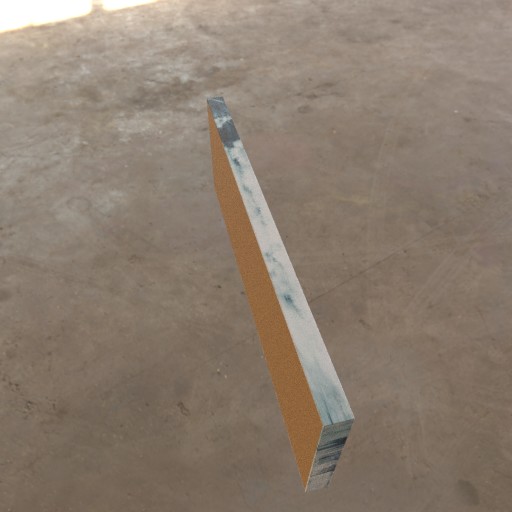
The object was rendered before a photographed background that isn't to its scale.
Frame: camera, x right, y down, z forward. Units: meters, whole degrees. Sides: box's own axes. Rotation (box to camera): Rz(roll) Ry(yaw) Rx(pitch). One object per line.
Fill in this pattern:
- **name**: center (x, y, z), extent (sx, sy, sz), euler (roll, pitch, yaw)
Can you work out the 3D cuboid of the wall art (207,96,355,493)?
- **wall art**: center (0.000, 0.000, 0.832), extent (0.037, 0.251, 0.759), euler (-10, 48, -10)
